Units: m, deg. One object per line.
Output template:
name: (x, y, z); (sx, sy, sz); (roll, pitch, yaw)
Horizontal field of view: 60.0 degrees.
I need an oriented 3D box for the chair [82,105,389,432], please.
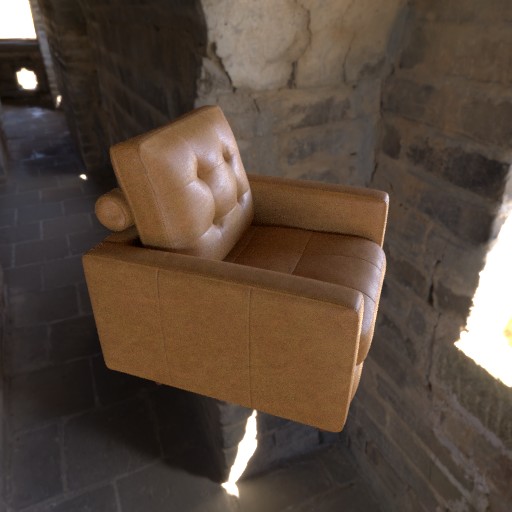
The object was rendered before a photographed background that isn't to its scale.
chair: (0.000, 0.000, 1.549); (0.868, 0.896, 0.831); (10, 31, 17)
